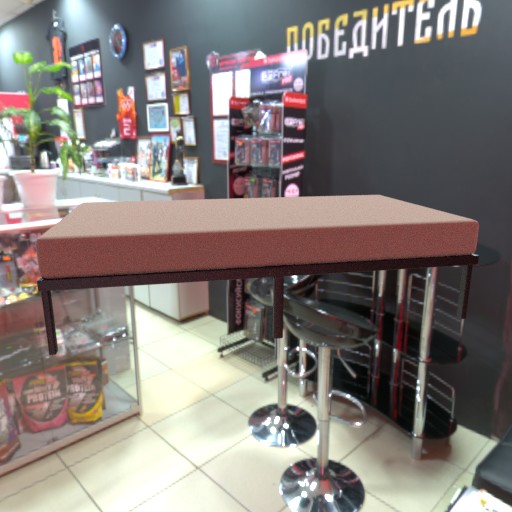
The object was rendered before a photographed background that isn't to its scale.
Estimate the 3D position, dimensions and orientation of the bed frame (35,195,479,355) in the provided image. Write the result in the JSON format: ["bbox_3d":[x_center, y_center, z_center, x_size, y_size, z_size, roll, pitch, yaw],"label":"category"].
[{"bbox_3d":[0.000,0.000,3.257,2.635,0.680,1.393,-3,15,-11],"label":"bed frame"}]
